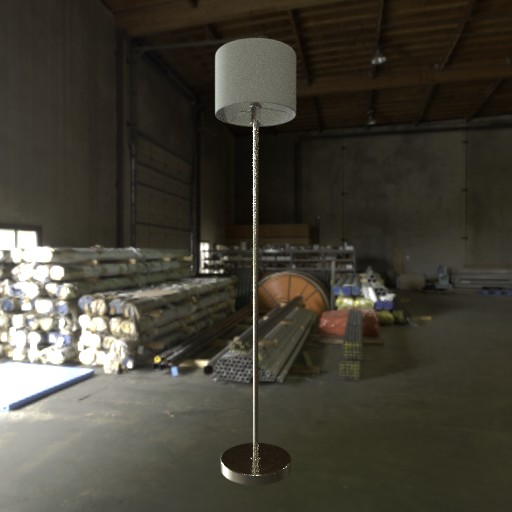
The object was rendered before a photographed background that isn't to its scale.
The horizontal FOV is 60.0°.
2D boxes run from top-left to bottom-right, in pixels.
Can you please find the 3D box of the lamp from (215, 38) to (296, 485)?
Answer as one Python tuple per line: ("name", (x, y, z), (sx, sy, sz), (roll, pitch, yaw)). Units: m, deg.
("lamp", (0.000, 0.000, 1.746), (0.324, 1.600, 0.416), (0, 1, -1))
